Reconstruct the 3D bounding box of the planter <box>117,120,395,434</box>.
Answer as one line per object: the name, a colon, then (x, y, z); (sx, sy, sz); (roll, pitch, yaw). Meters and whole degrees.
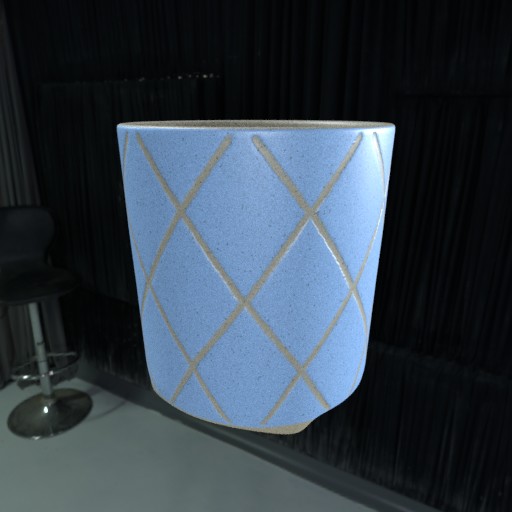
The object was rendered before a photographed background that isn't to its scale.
planter: (0.000, 0.000, 0.347); (0.191, 0.200, 0.191); (0, 18, 0)
